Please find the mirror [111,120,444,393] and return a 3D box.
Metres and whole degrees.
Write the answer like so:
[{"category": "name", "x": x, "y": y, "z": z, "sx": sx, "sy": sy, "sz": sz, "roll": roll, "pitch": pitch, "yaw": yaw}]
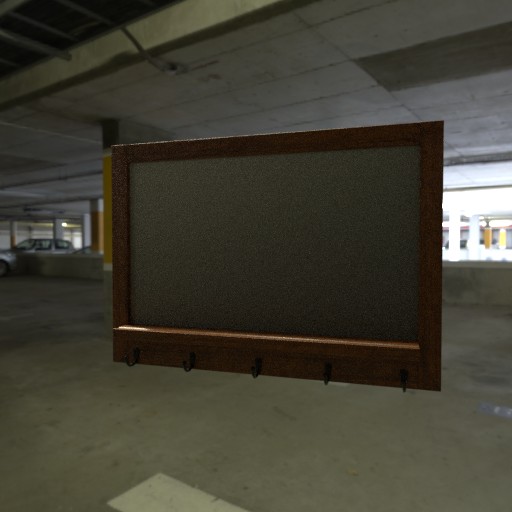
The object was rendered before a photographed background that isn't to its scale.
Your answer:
[{"category": "mirror", "x": 0.000, "y": 0.000, "z": 0.968, "sx": 0.758, "sy": 0.537, "sz": 0.084, "roll": 0, "pitch": 2, "yaw": 17}]
